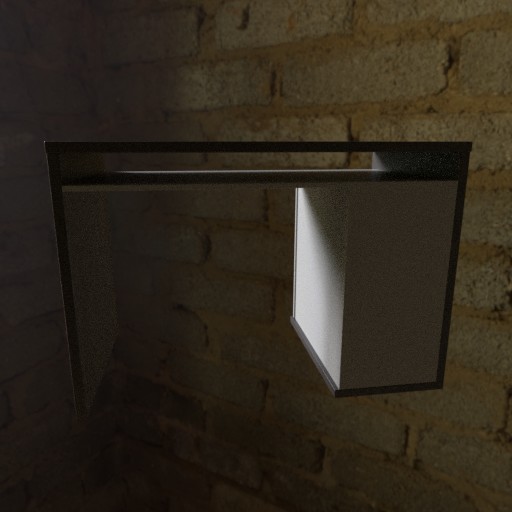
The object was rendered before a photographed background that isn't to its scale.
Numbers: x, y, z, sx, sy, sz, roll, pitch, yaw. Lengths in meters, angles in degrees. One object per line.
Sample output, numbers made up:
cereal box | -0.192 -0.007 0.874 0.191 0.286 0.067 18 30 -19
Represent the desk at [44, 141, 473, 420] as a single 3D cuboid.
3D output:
desk | 0.000 0.000 1.502 1.100 0.750 0.600 -2 14 -8
